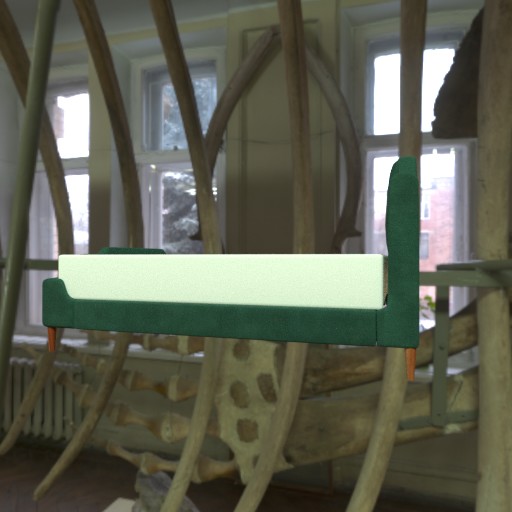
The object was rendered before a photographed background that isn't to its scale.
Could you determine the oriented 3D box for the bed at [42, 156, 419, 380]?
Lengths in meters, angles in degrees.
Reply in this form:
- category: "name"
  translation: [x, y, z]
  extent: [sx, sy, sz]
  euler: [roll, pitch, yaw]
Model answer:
- category: "bed"
  translation: [0.000, 0.000, 3.514]
  extent: [2.340, 1.245, 2.074]
  euler: [0, 0, 18]
